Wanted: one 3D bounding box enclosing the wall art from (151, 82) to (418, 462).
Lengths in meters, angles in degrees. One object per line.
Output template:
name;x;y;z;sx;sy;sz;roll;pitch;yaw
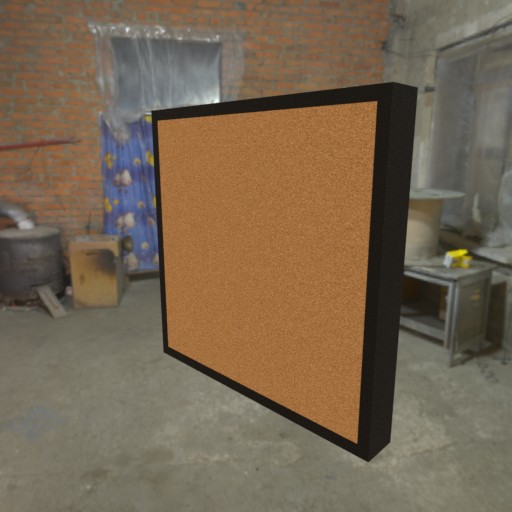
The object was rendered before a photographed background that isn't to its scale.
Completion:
wall art;0.000;0.000;0.458;0.305;0.304;0.038;13;18;43
